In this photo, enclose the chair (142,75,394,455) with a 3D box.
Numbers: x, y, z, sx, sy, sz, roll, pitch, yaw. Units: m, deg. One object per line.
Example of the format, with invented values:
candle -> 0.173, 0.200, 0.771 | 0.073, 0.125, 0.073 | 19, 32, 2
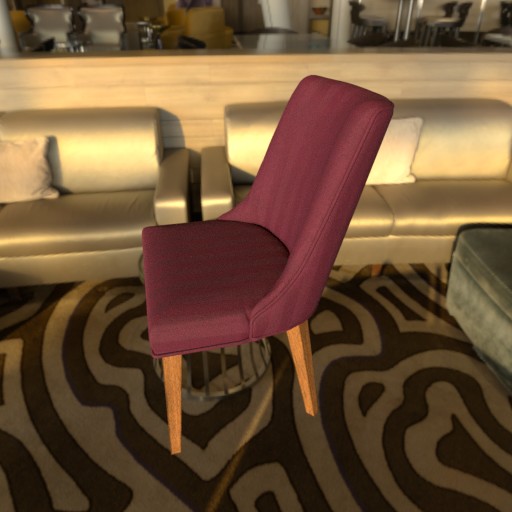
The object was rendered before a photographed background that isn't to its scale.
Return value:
chair -> 0.000, 0.000, 1.285 | 0.638, 0.916, 0.548 | -7, 31, -12
